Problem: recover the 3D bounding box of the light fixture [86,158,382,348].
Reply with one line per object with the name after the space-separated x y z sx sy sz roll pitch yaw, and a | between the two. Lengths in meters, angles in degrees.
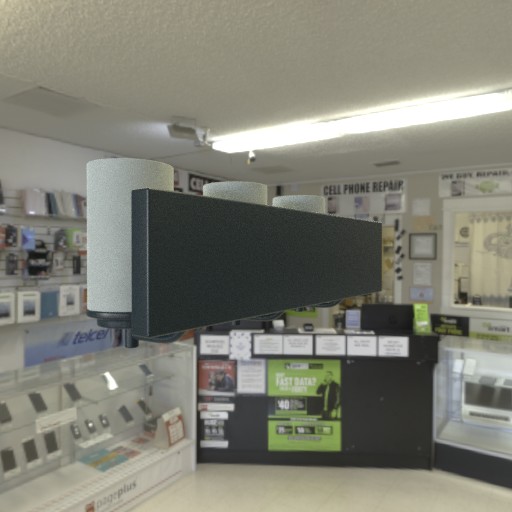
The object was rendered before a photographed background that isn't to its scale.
0.000 0.000 0.532 0.145 0.172 0.451 0 1 36 | light fixture
